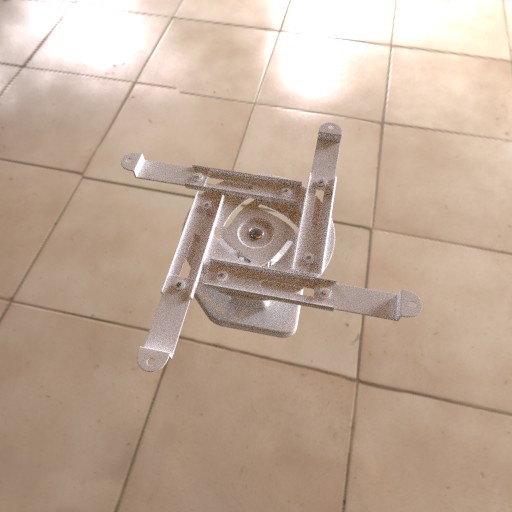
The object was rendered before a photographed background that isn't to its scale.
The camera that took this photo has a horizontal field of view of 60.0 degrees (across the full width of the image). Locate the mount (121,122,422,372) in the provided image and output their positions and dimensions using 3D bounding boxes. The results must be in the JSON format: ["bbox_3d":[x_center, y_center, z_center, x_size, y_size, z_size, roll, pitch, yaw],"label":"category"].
[{"bbox_3d":[0.000,0.000,0.593,0.394,0.141,0.394,10,59,6],"label":"mount"}]
